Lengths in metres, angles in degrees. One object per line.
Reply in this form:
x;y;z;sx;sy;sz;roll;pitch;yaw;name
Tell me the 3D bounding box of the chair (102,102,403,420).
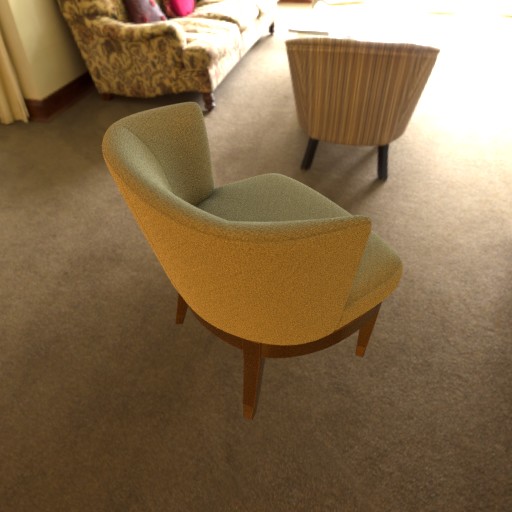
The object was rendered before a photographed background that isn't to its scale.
0.000;0.000;1.273;0.660;0.760;0.700;-25;47;-26;chair
